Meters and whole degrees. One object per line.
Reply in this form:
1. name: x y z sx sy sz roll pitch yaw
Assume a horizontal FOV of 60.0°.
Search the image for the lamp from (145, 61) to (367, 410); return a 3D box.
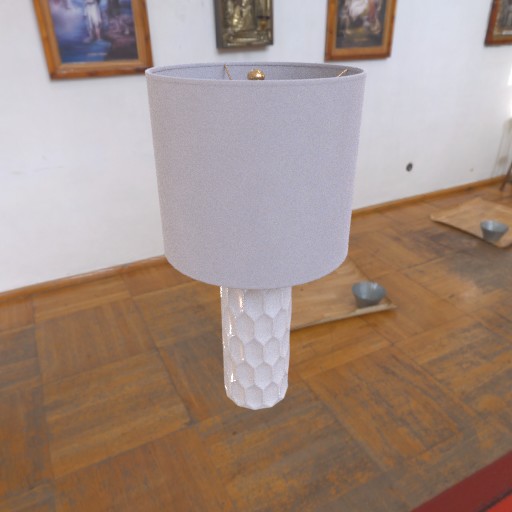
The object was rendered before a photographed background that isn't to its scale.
1. lamp: 0.000 0.000 0.688 0.277 0.537 0.277 8 29 16
